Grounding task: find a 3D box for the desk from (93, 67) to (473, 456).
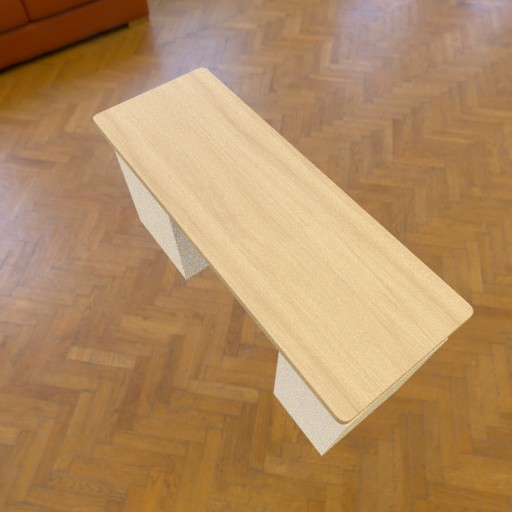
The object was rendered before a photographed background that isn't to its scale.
[{"bbox_3d":[0.000,0.000,1.894,0.550,0.755,1.500,-33,64,-19],"label":"desk"}]
